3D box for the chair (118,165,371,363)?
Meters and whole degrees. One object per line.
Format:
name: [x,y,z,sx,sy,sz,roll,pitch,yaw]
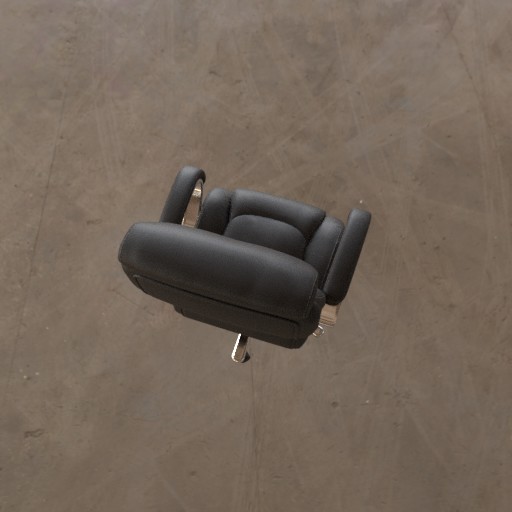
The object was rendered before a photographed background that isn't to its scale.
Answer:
chair: [0.000,0.000,1.698,0.755,1.183,0.790,16,64,8]
